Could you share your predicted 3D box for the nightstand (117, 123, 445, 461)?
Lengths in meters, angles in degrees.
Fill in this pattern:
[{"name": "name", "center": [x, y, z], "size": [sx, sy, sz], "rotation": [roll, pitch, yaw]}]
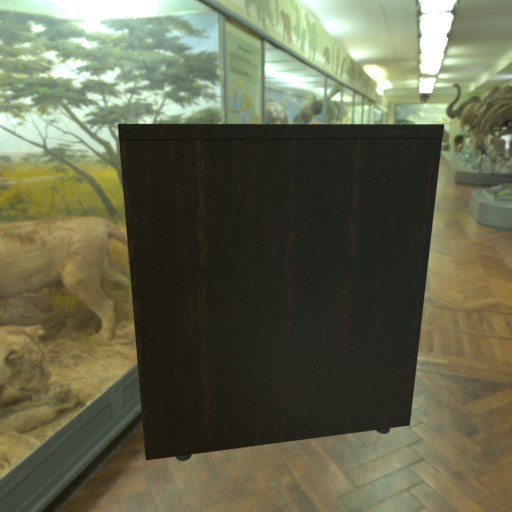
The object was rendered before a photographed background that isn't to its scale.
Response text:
[{"name": "nightstand", "center": [0.000, 0.000, 0.860], "size": [0.427, 0.487, 0.489], "rotation": [-3, 16, -10]}]
